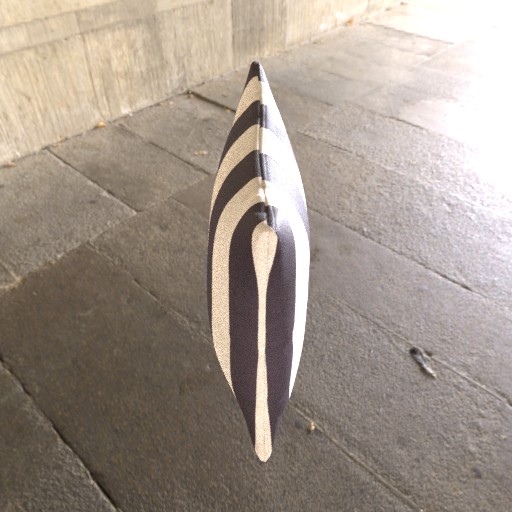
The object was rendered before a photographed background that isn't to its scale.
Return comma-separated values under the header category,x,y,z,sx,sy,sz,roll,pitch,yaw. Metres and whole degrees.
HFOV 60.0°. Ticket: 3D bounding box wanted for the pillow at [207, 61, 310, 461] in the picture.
category,x,y,z,sx,sy,sz,roll,pitch,yaw
pillow,0.000,0.000,0.822,0.189,0.526,0.536,-2,42,-2
